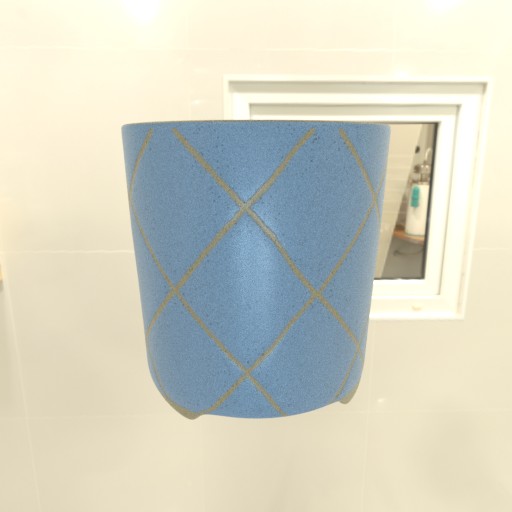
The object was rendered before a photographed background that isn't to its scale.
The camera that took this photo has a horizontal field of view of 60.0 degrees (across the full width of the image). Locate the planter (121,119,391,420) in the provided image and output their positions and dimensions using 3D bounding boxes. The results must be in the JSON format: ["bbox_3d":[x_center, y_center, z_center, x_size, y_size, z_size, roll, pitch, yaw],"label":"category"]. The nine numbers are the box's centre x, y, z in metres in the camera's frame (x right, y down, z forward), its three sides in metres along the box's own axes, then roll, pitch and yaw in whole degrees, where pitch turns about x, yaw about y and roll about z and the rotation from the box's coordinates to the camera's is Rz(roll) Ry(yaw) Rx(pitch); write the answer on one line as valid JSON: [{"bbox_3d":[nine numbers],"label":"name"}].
[{"bbox_3d":[0.000,0.000,0.418,0.227,0.235,0.227,0,14,0],"label":"planter"}]
